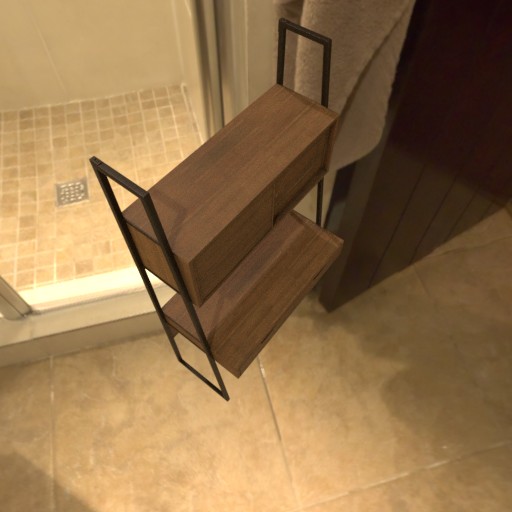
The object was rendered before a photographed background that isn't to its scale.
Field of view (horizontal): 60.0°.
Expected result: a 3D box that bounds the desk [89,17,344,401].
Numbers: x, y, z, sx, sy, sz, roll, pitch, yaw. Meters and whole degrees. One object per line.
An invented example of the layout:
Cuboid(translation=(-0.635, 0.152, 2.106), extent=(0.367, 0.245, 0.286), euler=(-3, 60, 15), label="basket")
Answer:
Cuboid(translation=(0.000, 0.000, 2.218), extent=(0.515, 1.809, 0.982), euler=(34, 64, 19), label="desk")
